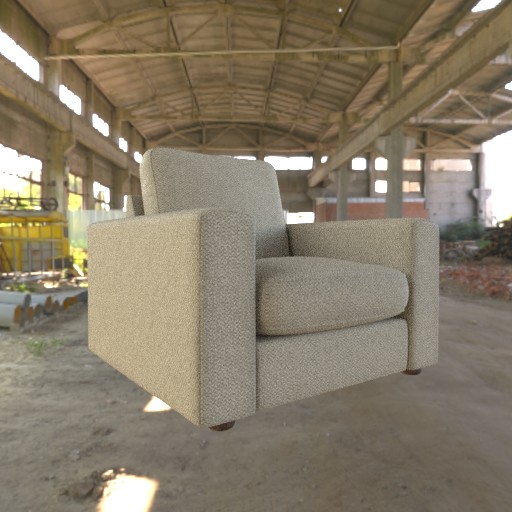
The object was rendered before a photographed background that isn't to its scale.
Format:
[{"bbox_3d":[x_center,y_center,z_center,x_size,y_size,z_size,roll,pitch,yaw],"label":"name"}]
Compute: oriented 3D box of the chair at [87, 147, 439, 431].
[{"bbox_3d":[0.000,0.000,1.716,1.005,0.873,1.016,-1,2,-36],"label":"chair"}]
